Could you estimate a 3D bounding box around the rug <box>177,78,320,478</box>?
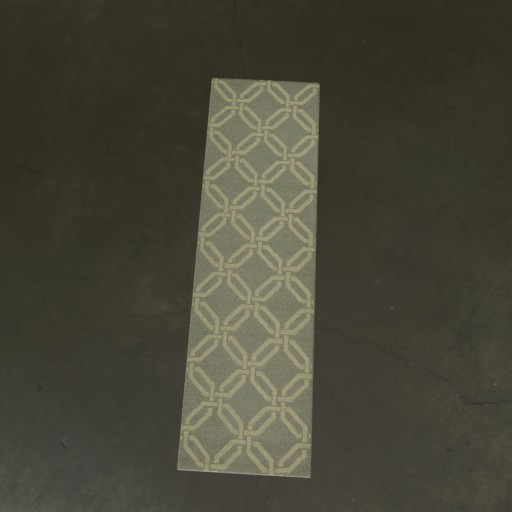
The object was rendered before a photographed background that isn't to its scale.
[{"bbox_3d":[0.000,0.000,2.515,0.678,0.014,2.276,3,76,1],"label":"rug"}]
